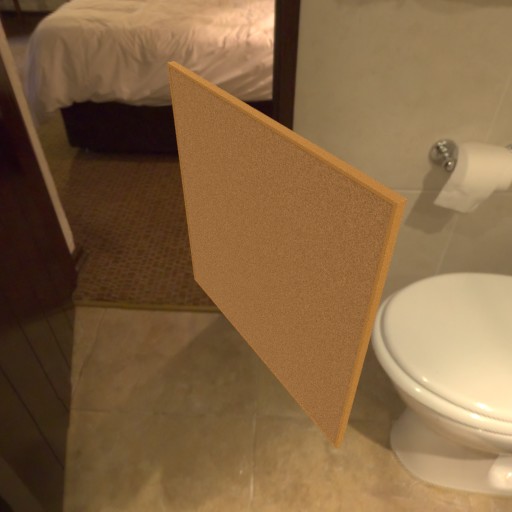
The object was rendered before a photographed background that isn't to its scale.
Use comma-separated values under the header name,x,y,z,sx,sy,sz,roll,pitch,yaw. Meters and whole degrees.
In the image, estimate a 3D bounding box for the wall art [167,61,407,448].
name,x,y,z,sx,sy,sz,roll,pitch,yaw
wall art,0.000,0.000,0.681,0.013,0.455,0.457,-24,47,-25
